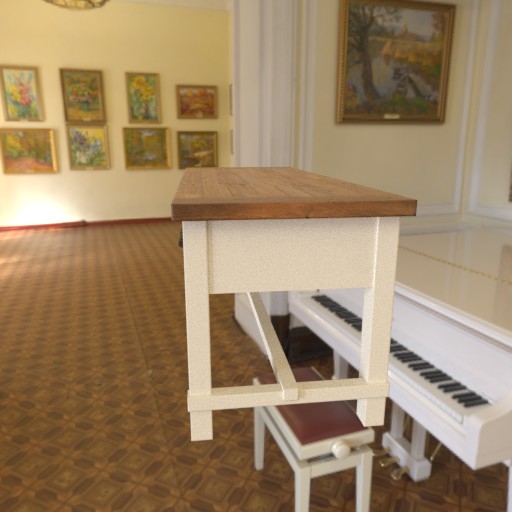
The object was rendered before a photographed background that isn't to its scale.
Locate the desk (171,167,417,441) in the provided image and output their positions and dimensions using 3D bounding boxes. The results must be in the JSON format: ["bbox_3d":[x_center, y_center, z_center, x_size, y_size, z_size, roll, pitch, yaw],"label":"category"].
[{"bbox_3d":[0.000,0.000,2.175,0.688,0.762,1.803,-2,14,-7],"label":"desk"}]
